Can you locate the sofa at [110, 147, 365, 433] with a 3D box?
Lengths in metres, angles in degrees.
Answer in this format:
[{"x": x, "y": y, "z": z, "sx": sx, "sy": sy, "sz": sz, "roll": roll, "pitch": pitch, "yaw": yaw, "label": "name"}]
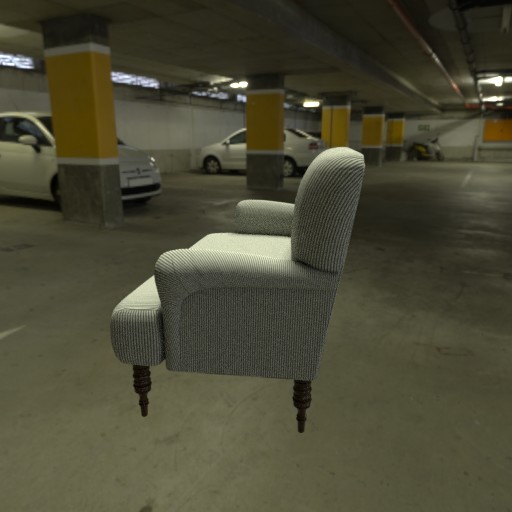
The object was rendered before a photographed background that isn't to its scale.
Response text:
[{"x": 0.000, "y": 0.000, "z": 1.886, "sx": 0.779, "sy": 0.889, "sz": 1.297, "roll": 2, "pitch": 15, "yaw": 9, "label": "sofa"}]
